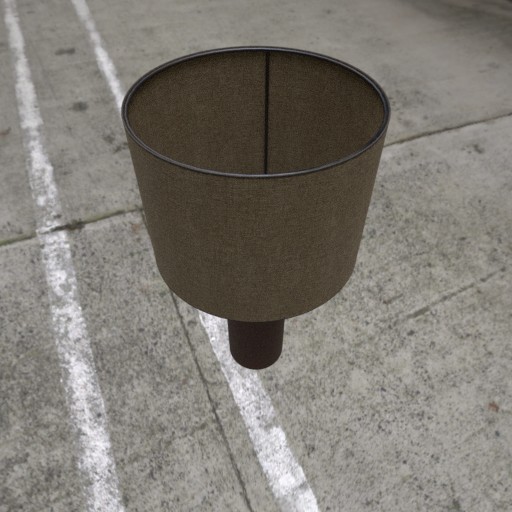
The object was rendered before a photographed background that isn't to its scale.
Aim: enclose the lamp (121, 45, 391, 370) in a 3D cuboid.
[{"bbox_3d":[0.000,0.000,0.465,0.202,0.350,0.202,0,46,0],"label":"lamp"}]
